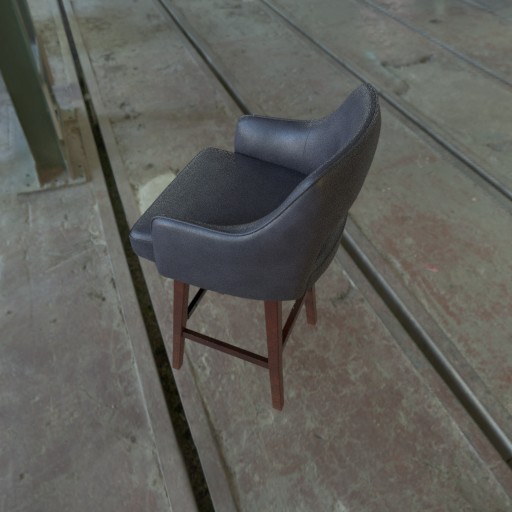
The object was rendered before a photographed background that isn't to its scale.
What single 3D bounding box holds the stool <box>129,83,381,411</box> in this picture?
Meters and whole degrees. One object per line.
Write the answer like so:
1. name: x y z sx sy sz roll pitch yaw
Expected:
1. stool: 0.000 0.000 1.375 0.560 1.041 0.550 17 49 15
